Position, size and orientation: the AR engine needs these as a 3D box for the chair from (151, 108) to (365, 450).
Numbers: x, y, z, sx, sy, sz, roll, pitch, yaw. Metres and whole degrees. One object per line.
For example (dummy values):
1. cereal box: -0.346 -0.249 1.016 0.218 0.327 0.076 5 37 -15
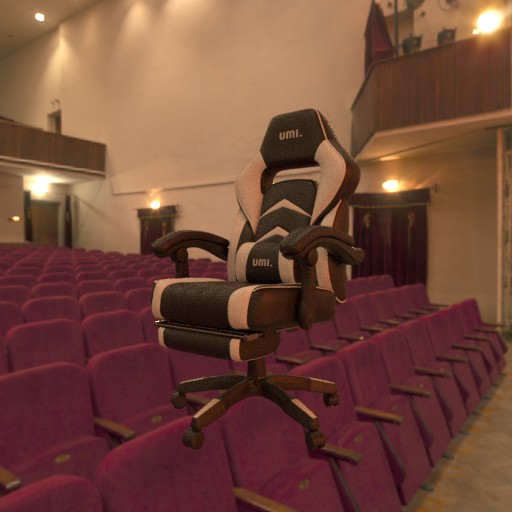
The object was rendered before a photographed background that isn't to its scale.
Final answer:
1. chair: 0.000 0.000 1.642 0.676 1.200 0.700 1 1 37
